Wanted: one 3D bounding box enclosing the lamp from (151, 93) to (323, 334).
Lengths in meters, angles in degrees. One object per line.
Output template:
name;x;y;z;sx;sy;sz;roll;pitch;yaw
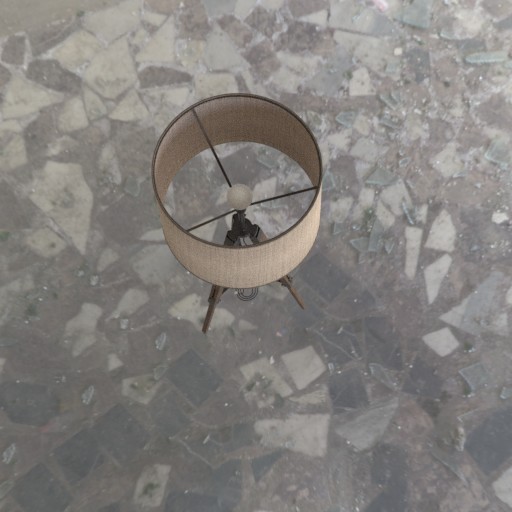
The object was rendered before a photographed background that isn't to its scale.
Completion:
lamp;0.000;0.000;1.812;0.587;1.510;0.604;15;74;4
